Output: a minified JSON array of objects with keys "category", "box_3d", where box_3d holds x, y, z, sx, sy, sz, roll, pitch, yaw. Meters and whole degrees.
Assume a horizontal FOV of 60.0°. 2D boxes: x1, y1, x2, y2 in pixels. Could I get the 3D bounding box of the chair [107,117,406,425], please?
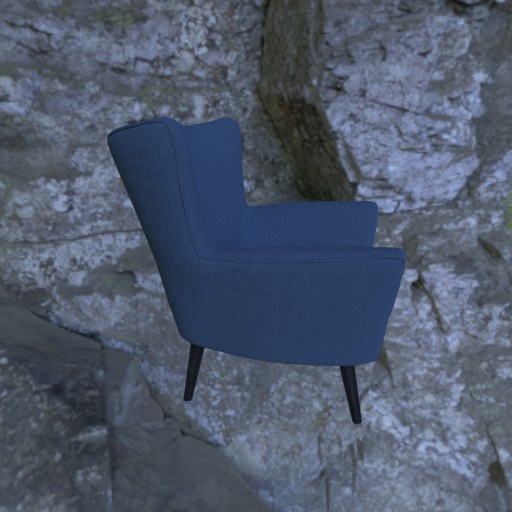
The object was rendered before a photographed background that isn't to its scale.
[{"category":"chair","box_3d":[0.000,0.000,1.557,0.888,0.933,0.781,3,18,8]}]
